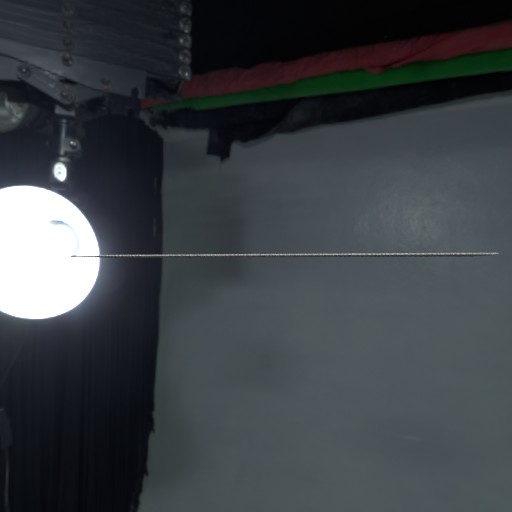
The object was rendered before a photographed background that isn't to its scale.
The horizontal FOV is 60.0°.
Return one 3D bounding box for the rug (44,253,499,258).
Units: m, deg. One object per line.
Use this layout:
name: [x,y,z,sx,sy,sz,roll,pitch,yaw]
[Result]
rug: [0.000,0.000,2.630,2.432,0.008,0.766,0,-1,19]
